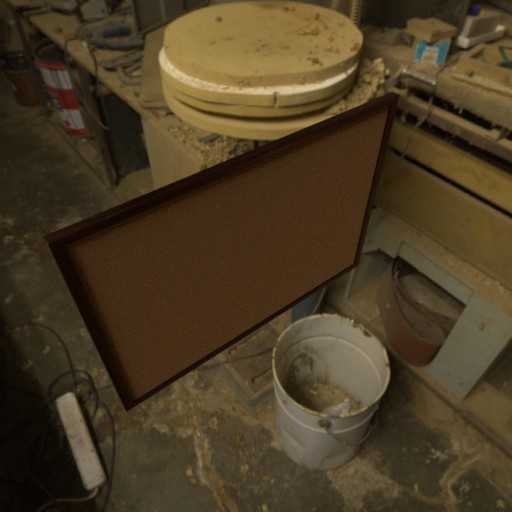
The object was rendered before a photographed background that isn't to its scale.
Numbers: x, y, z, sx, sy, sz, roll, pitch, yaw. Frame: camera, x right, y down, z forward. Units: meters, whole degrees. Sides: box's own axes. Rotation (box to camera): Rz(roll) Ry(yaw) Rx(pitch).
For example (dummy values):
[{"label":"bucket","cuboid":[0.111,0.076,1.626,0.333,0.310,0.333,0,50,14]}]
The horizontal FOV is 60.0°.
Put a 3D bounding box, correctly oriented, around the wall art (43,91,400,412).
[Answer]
[{"label":"wall art","cuboid":[0.000,0.000,0.561,0.431,0.304,0.012,-28,52,-25]}]
